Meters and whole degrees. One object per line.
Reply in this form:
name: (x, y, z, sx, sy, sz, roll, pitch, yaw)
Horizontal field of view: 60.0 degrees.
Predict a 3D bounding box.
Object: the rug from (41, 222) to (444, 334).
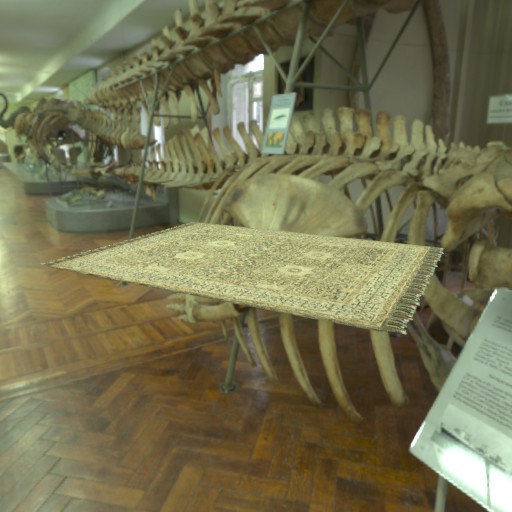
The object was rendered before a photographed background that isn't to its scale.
rug: (0.000, 0.000, 4.419, 3.291, 0.017, 2.431, 8, 17, 27)
